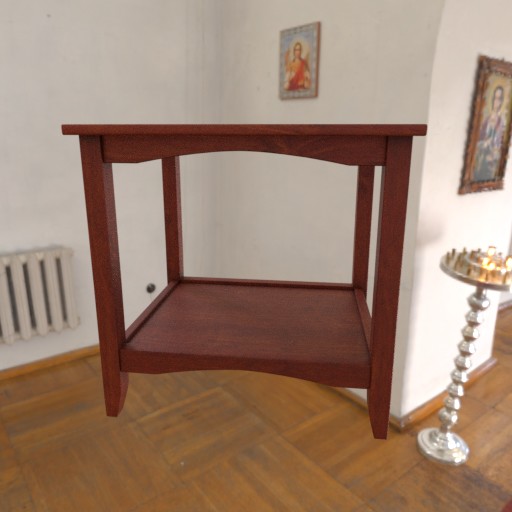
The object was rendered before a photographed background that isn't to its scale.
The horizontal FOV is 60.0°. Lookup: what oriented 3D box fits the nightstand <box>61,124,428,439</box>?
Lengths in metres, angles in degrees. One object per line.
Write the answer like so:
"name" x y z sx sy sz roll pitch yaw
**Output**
"nightstand" 0.000 0.000 0.982 0.558 0.558 0.501 2 17 7
